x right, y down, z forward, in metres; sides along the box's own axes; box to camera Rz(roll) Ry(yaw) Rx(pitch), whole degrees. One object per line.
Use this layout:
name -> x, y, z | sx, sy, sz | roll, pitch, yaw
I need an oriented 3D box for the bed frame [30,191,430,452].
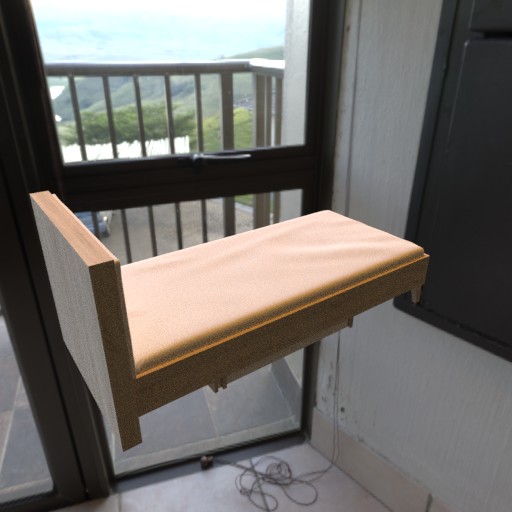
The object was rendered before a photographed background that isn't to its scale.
bed frame -> 0.000, 0.000, 2.665 | 2.140, 0.920, 0.990 | -17, 31, -31
